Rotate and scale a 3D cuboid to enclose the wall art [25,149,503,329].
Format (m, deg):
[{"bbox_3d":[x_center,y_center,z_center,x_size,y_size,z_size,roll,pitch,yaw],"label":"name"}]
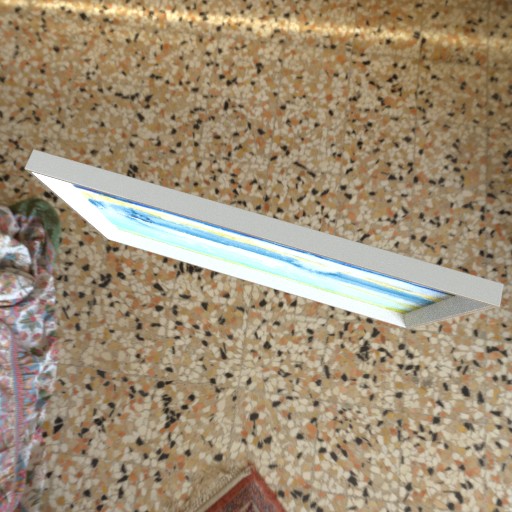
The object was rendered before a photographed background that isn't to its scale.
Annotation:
[{"bbox_3d":[0.000,0.000,0.939,0.812,0.431,0.038,16,77,4],"label":"wall art"}]
